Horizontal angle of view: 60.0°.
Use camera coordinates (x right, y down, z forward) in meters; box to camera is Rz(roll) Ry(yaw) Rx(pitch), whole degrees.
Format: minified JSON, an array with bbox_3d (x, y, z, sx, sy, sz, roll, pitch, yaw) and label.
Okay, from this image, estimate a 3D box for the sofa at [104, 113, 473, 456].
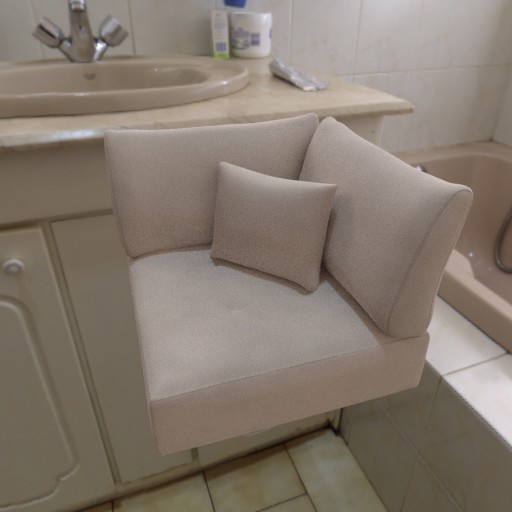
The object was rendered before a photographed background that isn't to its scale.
[{"bbox_3d":[0.000,0.000,1.710,1.000,0.820,1.000,-9,32,-15],"label":"sofa"}]
